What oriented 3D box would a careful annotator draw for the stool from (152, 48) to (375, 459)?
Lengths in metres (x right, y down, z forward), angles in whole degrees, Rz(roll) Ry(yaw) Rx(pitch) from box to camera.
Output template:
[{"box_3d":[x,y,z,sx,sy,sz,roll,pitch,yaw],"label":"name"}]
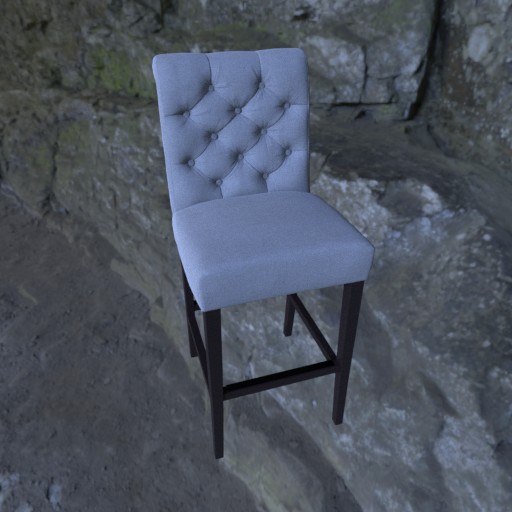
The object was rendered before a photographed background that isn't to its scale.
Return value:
[{"box_3d":[0.000,0.000,1.419,0.493,1.140,0.601,-10,34,-15],"label":"stool"}]
